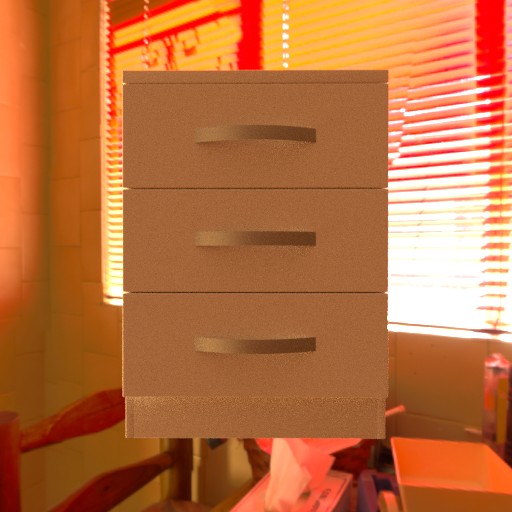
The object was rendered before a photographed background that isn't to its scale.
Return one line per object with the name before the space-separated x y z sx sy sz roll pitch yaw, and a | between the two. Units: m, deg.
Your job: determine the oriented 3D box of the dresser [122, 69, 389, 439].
dresser | 0.000 0.000 0.825 0.400 0.560 0.360 0 0 1
